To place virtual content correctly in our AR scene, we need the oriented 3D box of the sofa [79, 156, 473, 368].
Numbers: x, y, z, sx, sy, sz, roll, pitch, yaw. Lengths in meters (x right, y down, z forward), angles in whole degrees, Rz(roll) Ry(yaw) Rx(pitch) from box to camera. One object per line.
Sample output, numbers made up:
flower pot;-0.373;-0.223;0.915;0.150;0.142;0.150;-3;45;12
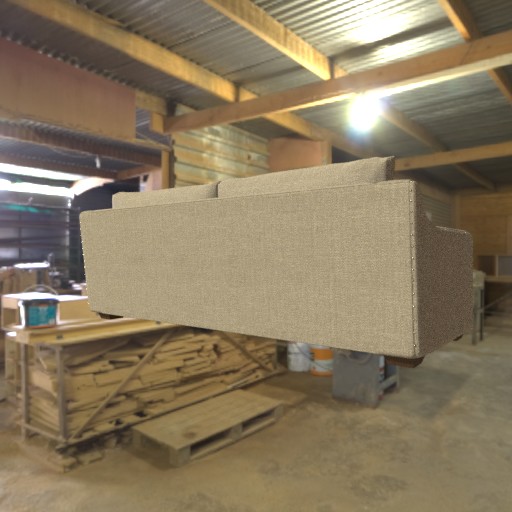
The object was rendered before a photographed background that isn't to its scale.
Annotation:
sofa;0.000;0.000;2.658;2.208;0.857;1.000;0;1;38
